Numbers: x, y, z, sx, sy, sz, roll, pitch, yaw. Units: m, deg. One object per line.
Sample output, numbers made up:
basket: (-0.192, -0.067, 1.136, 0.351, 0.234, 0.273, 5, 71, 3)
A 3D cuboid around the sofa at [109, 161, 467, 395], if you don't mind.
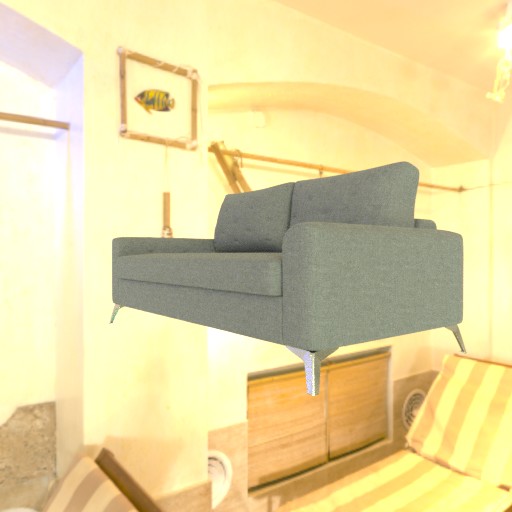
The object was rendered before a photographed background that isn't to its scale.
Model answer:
sofa: (0.000, 0.000, 2.165, 0.920, 0.790, 1.650, 0, 0, -38)
